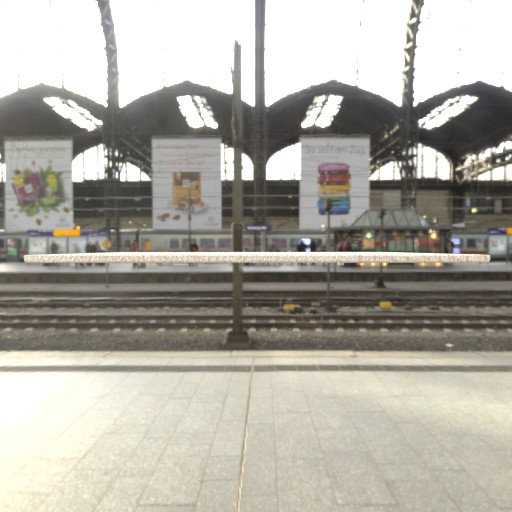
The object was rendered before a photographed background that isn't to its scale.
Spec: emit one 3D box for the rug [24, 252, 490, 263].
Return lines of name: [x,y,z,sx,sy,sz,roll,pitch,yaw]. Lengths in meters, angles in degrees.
rug: [0.000,0.000,2.103,1.600,0.027,1.200,0,1,-1]
